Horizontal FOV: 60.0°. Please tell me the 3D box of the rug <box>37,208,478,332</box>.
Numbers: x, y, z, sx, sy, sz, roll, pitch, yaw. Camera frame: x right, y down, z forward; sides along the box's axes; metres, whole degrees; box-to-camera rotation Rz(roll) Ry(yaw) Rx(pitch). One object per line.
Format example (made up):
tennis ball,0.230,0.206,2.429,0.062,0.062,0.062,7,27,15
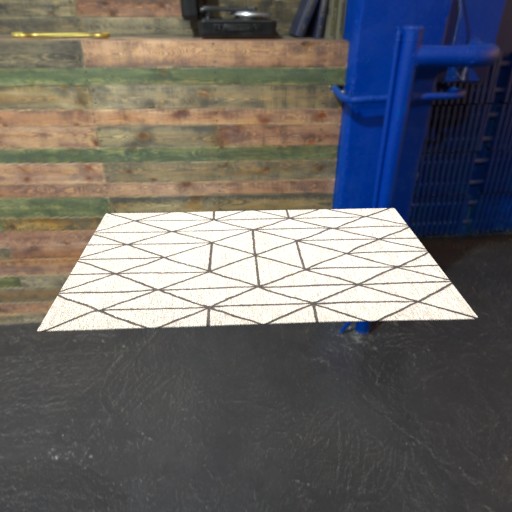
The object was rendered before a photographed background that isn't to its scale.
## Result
rug,0.000,0.000,3.126,2.465,0.008,1.526,-1,30,-2
